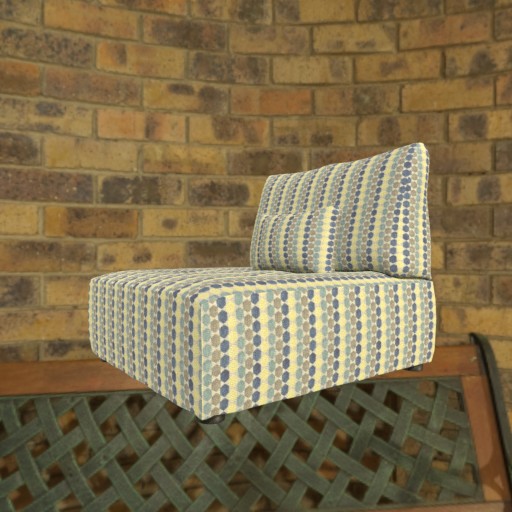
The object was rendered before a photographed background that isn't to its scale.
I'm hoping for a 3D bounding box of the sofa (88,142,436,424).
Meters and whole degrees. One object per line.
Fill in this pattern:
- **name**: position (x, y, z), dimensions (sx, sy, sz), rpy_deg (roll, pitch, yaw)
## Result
- **sofa**: position (0.000, 0.000, 1.711), dimensions (1.000, 0.830, 0.930), rpy_deg (0, 1, -36)
